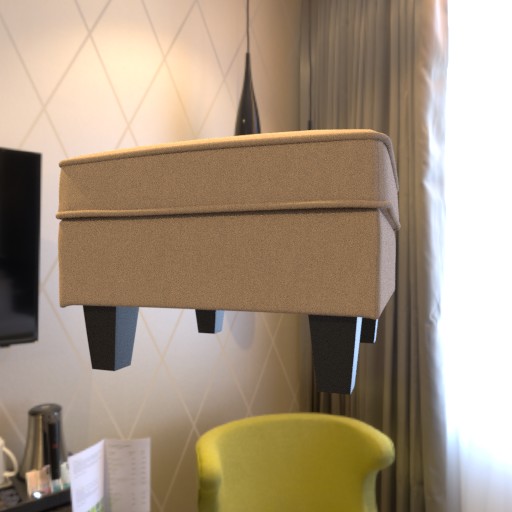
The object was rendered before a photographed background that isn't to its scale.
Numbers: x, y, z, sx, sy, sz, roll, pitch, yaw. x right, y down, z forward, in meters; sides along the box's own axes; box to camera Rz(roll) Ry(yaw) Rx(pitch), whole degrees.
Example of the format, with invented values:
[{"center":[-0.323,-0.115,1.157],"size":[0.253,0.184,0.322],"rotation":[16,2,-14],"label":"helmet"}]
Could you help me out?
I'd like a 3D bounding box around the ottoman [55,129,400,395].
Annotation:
[{"center":[0.000,0.000,1.009],"size":[0.616,0.438,0.613],"rotation":[0,-1,19],"label":"ottoman"}]
